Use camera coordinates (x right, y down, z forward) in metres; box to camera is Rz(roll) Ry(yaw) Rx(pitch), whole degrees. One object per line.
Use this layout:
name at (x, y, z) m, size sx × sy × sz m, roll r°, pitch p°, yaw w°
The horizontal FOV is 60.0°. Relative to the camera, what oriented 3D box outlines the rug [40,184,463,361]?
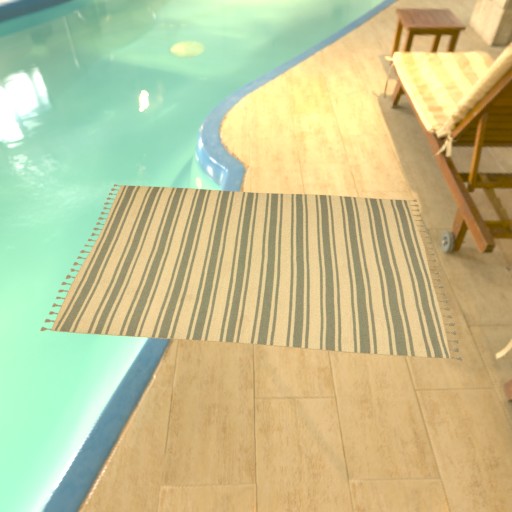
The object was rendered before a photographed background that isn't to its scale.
rug at (0.000, 0.000, 2.574) m, size 2.084 × 0.009 × 1.222 m, roll 3°, pitch 46°, yaw 3°
